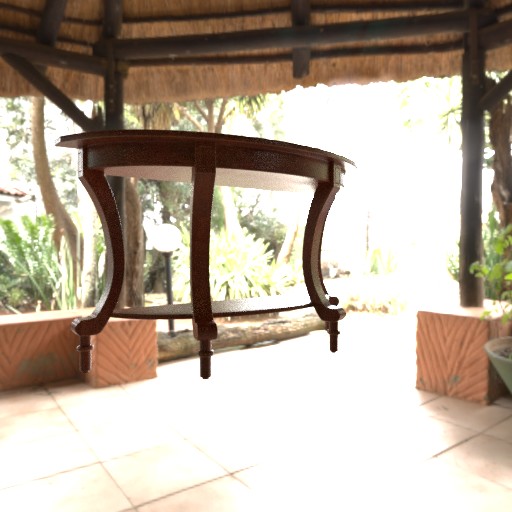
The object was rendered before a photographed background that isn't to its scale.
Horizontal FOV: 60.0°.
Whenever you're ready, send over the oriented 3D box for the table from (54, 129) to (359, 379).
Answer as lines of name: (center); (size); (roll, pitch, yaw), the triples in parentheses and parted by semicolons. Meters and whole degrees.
table: (0.000, 0.000, 1.521); (1.198, 0.699, 0.394); (-1, 2, -36)
